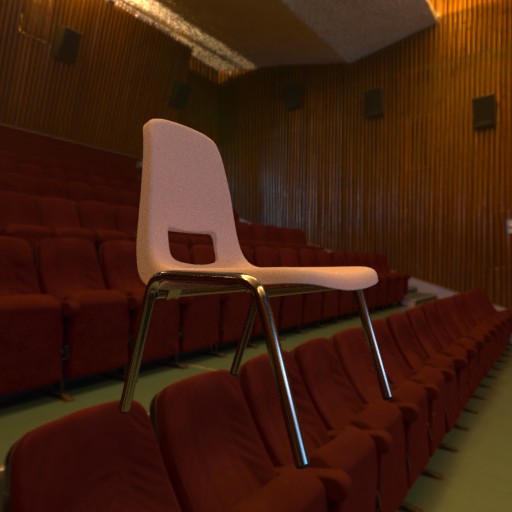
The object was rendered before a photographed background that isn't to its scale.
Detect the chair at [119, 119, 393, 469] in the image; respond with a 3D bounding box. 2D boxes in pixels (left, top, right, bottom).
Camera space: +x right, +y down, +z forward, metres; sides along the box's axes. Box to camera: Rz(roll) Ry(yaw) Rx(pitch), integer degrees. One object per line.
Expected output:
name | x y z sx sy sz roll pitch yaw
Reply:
chair | 0.000 0.000 0.796 0.385 0.537 0.354 -1 -1 34
